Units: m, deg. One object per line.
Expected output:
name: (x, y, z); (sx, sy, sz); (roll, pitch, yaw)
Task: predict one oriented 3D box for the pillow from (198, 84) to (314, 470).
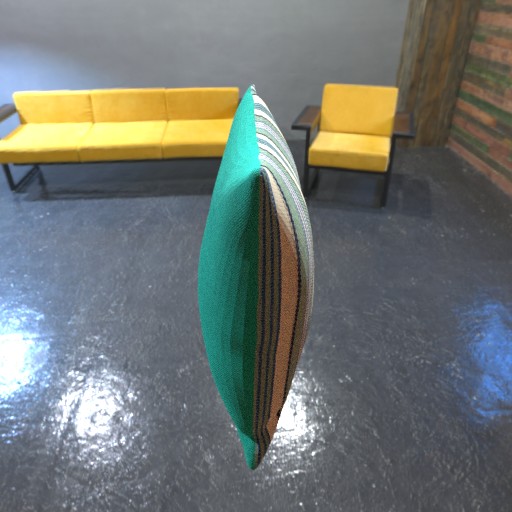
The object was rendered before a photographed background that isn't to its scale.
pillow: (0.000, 0.000, 0.692); (0.182, 0.441, 0.440); (-1, 32, -1)
